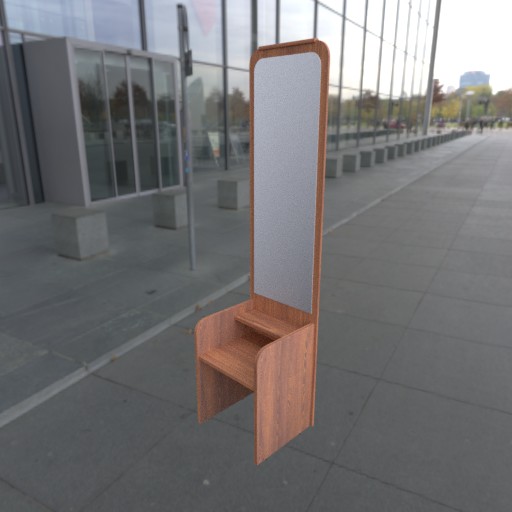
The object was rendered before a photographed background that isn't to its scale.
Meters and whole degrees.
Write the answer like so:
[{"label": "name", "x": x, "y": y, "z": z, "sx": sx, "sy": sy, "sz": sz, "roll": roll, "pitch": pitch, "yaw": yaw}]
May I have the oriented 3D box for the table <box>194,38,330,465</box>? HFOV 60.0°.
[{"label": "table", "x": 0.000, "y": 0.000, "z": 2.039, "sx": 0.450, "sy": 1.830, "sz": 0.420, "roll": 16, "pitch": 23, "yaw": 42}]
